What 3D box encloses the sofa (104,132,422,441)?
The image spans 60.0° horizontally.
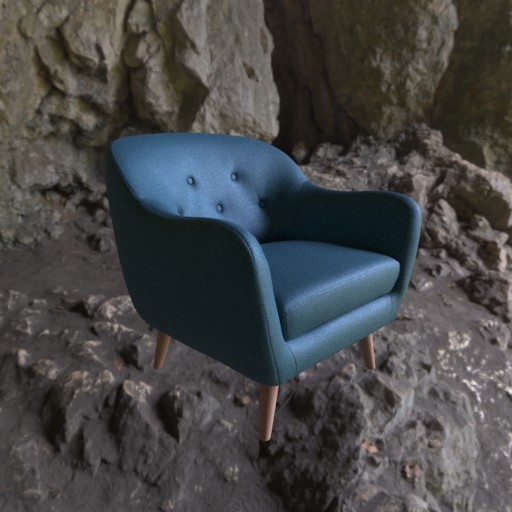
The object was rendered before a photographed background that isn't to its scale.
[{"bbox_3d":[0.000,0.000,1.523,0.836,0.817,0.825,-15,21,-42],"label":"sofa"}]
